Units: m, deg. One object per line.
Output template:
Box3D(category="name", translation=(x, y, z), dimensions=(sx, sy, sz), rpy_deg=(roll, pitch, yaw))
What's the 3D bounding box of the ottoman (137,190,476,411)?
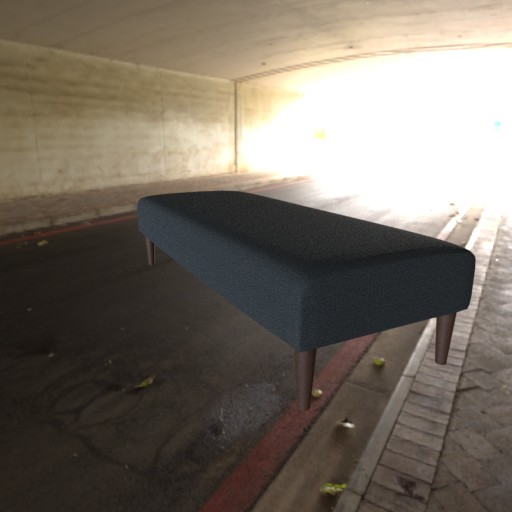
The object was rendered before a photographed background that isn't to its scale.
Box3D(category="ottoman", translation=(0.000, 0.000, 1.865), dimensions=(0.646, 0.393, 1.609), rpy_deg=(-8, 17, -27))
